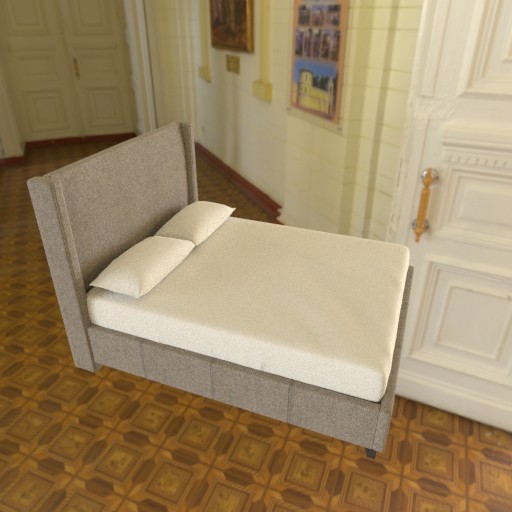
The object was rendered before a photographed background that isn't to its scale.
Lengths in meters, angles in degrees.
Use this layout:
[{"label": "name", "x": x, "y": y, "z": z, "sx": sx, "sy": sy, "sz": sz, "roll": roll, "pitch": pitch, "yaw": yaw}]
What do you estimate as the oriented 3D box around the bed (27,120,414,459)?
[{"label": "bed", "x": 0.000, "y": 0.000, "z": 3.295, "sx": 2.245, "sy": 1.481, "sz": 1.714, "roll": 11, "pitch": 31, "yaw": 18}]
